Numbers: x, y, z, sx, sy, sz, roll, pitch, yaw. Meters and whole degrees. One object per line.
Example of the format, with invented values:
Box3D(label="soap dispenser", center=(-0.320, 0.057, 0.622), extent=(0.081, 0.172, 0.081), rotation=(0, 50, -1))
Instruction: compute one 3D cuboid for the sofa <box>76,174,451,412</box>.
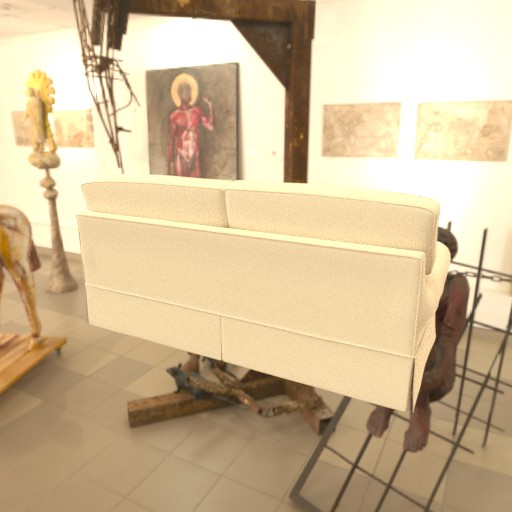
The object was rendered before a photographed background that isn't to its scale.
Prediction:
Box3D(label="sofa", center=(0.000, 0.000, 2.565), extent=(2.021, 0.937, 0.862), rotation=(8, 19, 26))
